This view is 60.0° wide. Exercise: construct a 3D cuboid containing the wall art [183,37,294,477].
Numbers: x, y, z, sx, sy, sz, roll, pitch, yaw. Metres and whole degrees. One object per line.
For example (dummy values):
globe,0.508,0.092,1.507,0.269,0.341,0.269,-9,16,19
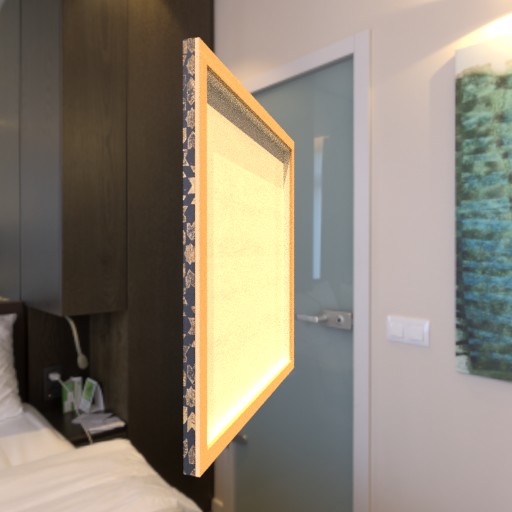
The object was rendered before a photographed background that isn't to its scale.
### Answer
wall art,0.000,0.000,1.359,0.038,0.914,0.914,0,1,17
